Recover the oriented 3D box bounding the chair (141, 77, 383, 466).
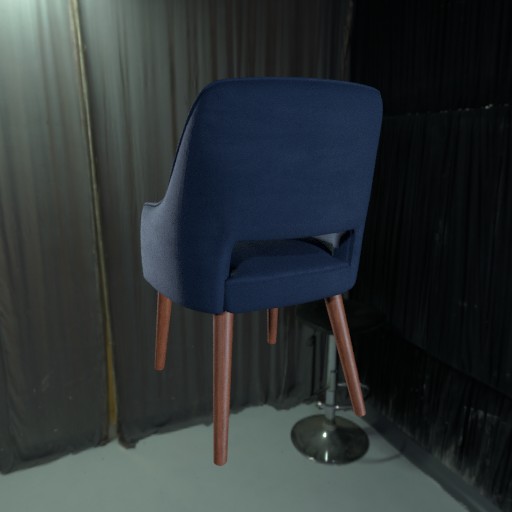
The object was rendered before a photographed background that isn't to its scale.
[{"bbox_3d":[0.000,0.000,1.210,0.559,0.844,0.591,-7,16,-26],"label":"chair"}]
